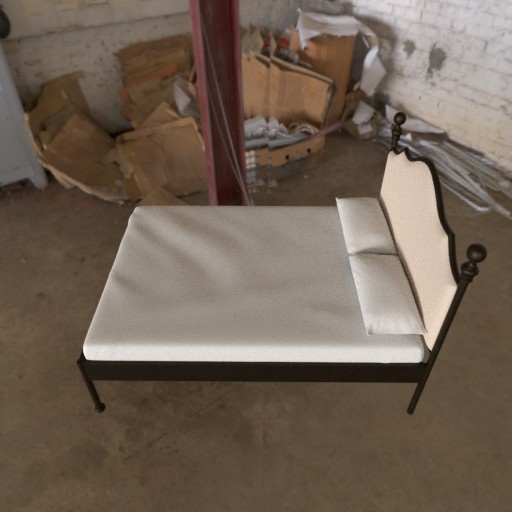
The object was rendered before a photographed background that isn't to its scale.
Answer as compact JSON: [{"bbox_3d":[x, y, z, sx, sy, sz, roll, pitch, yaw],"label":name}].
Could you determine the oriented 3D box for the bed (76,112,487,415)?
[{"bbox_3d":[0.000,0.000,3.175,2.224,1.499,1.642,0,41,0],"label":"bed"}]
